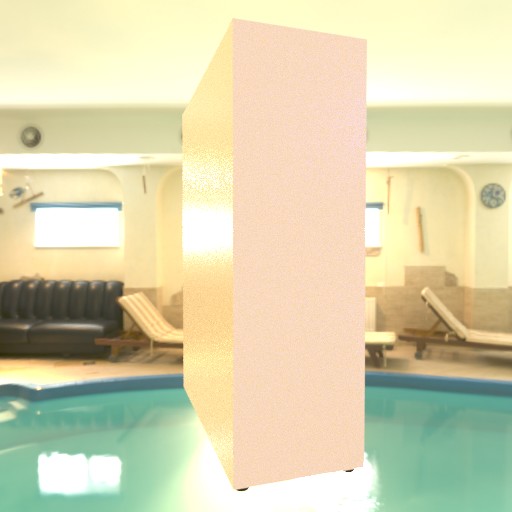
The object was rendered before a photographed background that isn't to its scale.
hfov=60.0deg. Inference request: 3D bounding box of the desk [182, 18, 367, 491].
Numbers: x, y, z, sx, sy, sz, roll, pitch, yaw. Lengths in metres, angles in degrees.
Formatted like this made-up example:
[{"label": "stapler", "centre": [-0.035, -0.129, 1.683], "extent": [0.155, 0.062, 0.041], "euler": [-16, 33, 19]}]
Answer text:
[{"label": "desk", "centre": [0.000, 0.000, 1.564], "extent": [0.390, 1.190, 0.850], "euler": [0, 2, -18]}]
